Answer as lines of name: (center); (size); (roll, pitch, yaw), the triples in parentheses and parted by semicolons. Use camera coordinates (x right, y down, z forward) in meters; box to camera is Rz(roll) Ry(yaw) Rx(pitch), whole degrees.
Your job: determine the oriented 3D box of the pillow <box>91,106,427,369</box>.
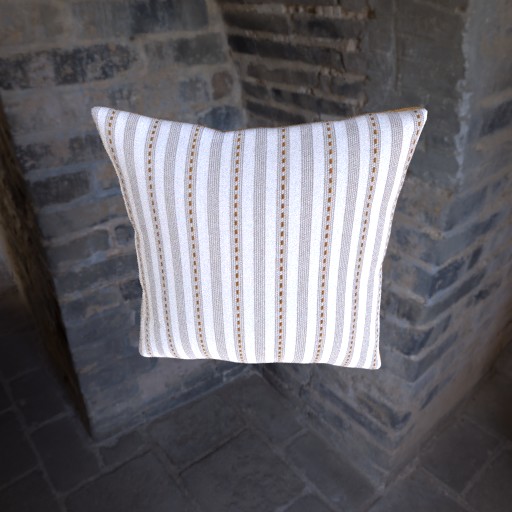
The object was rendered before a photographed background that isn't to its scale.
pillow: (0.000, 0.000, 0.667); (0.432, 0.437, 0.147); (2, 30, 3)
